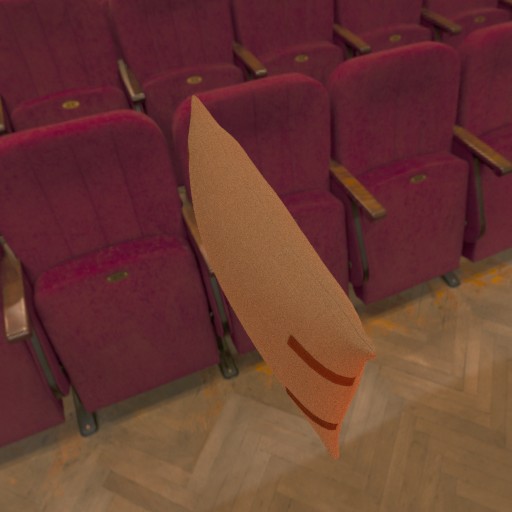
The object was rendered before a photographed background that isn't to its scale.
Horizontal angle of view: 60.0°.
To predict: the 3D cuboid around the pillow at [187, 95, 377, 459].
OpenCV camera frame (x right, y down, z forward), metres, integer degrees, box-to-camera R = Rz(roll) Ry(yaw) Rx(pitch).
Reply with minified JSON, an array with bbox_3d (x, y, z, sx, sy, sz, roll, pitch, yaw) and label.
[{"bbox_3d":[0.000,0.000,0.751,0.148,0.308,0.612,-18,50,-16],"label":"pillow"}]
